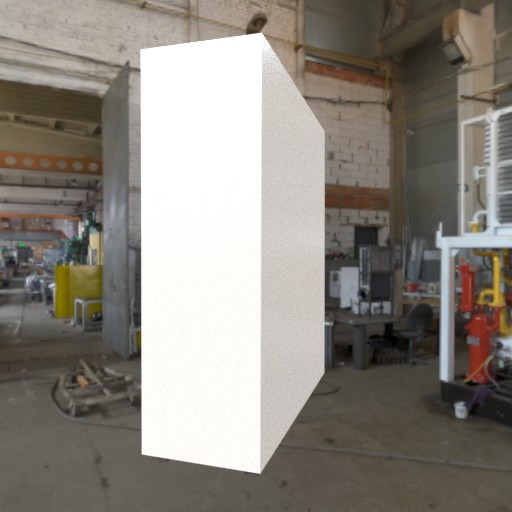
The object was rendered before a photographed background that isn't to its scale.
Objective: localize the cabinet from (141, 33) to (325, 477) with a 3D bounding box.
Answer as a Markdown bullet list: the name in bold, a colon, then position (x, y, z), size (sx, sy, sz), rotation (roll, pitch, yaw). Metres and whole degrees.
- **cabinet**: position (0.000, 0.000, 1.647), size (0.348, 1.150, 0.990), rotation (0, 1, 18)
